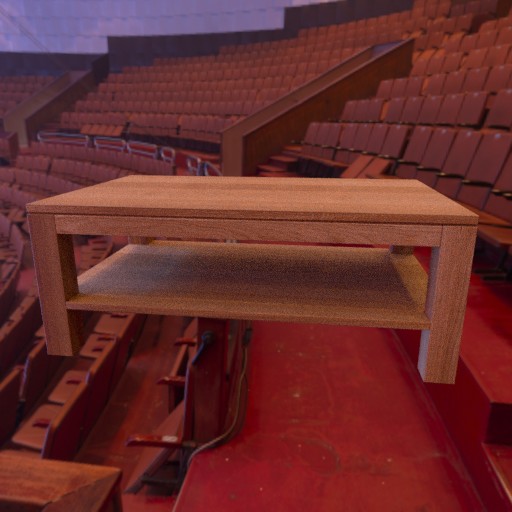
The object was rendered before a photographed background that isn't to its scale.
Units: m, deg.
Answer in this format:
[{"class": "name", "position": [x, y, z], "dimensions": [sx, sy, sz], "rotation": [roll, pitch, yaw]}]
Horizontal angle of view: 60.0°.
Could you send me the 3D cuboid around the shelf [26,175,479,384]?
[{"class": "shelf", "position": [0.000, 0.000, 1.507], "dimensions": [1.150, 0.450, 0.700], "rotation": [2, 17, 7]}]
